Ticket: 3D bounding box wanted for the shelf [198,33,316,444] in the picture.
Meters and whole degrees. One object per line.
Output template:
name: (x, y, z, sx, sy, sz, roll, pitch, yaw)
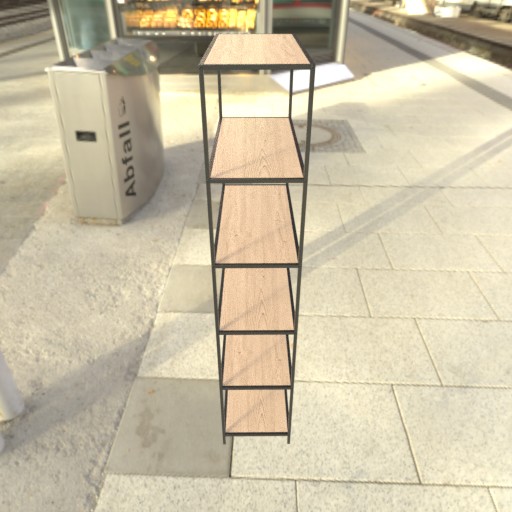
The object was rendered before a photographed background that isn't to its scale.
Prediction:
shelf: (0.000, 0.000, 2.144, 0.350, 1.850, 0.770, 0, 33, 0)
